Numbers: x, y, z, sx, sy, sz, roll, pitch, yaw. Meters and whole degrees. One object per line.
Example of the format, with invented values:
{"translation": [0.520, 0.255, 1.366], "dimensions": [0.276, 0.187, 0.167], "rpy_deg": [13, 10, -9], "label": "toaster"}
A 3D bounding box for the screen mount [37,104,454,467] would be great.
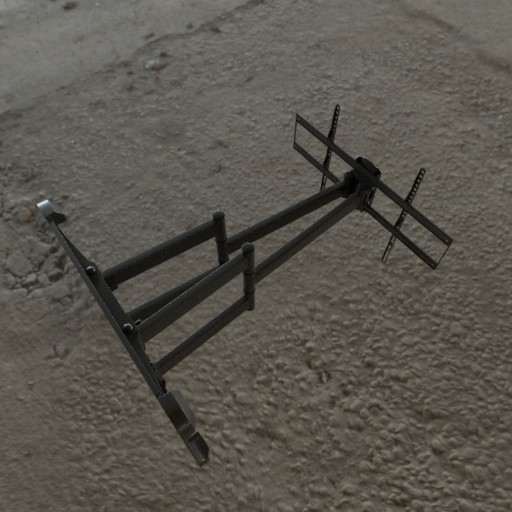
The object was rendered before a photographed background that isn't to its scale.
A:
{"translation": [0.000, 0.000, 1.339], "dimensions": [0.905, 0.483, 0.725], "rpy_deg": [-32, 62, -20], "label": "screen mount"}
